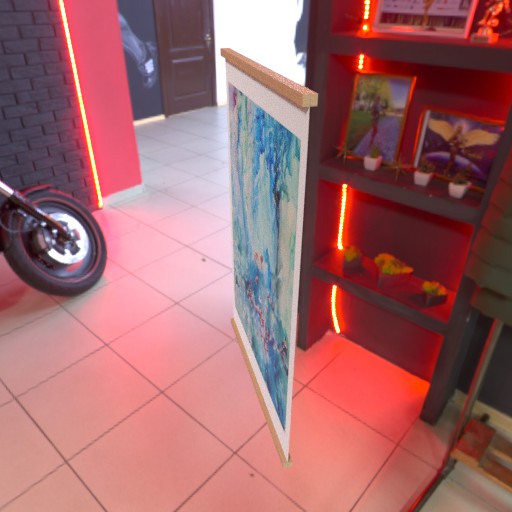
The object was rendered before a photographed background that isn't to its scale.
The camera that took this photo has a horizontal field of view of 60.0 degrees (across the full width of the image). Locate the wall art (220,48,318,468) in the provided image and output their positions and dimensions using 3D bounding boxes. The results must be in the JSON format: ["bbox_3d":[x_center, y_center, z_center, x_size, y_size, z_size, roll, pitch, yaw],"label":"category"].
[{"bbox_3d":[0.000,0.000,1.888,0.040,1.510,0.991,-8,32,-13],"label":"wall art"}]
